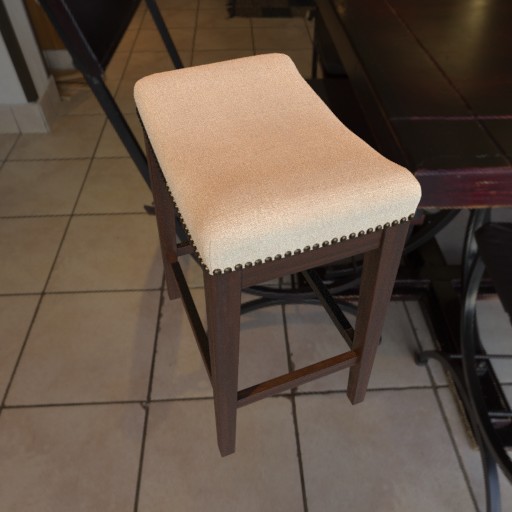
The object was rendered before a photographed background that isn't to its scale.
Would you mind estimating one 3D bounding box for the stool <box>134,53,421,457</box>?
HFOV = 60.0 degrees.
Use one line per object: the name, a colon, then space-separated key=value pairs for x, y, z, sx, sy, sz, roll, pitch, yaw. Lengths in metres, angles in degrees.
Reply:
stool: x=0.000 y=0.000 z=0.959 sx=0.363 sy=0.669 sz=0.509 roll=-16 pitch=48 yaw=-15
